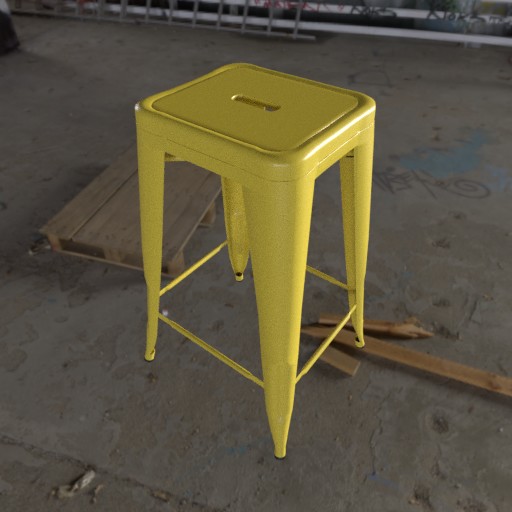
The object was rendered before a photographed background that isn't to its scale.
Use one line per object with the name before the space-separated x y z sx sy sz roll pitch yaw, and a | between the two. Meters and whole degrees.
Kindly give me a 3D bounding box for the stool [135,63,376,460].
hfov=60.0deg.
stool | 0.000 0.000 0.853 0.399 0.609 0.359 27 48 27
